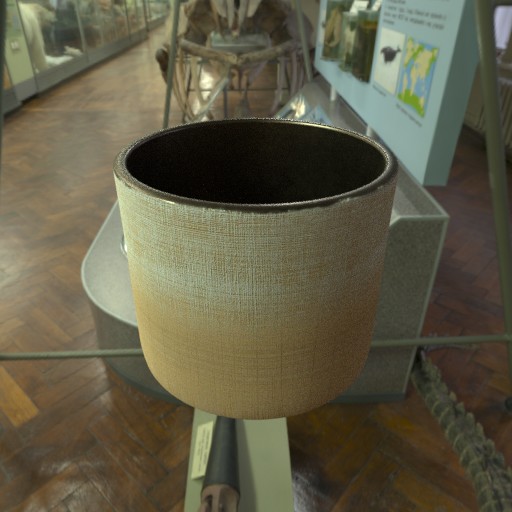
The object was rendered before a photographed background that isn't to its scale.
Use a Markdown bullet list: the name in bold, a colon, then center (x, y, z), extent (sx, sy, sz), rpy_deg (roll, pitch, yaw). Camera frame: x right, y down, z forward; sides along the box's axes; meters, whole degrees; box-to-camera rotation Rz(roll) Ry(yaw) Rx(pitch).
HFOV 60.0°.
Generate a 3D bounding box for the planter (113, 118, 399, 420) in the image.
- **planter**: center (0.000, 0.000, 0.455), extent (0.254, 0.221, 0.254), rpy_deg (0, 31, 0)
